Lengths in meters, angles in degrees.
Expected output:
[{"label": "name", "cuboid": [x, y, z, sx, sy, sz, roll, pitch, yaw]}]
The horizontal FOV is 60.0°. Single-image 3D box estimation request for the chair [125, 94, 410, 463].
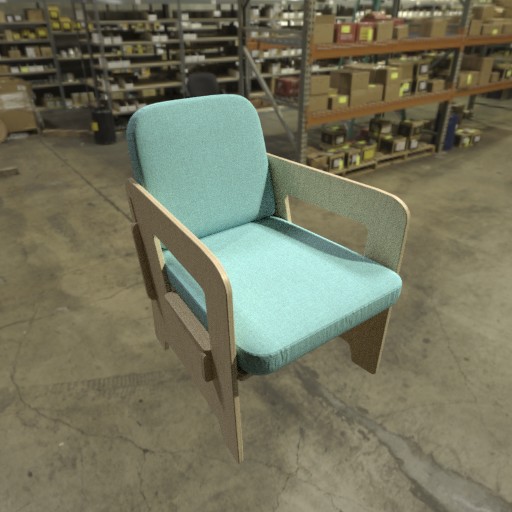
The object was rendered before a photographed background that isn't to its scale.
[{"label": "chair", "cuboid": [0.000, 0.000, 1.297, 0.590, 0.800, 0.710, -21, 36, -31]}]
